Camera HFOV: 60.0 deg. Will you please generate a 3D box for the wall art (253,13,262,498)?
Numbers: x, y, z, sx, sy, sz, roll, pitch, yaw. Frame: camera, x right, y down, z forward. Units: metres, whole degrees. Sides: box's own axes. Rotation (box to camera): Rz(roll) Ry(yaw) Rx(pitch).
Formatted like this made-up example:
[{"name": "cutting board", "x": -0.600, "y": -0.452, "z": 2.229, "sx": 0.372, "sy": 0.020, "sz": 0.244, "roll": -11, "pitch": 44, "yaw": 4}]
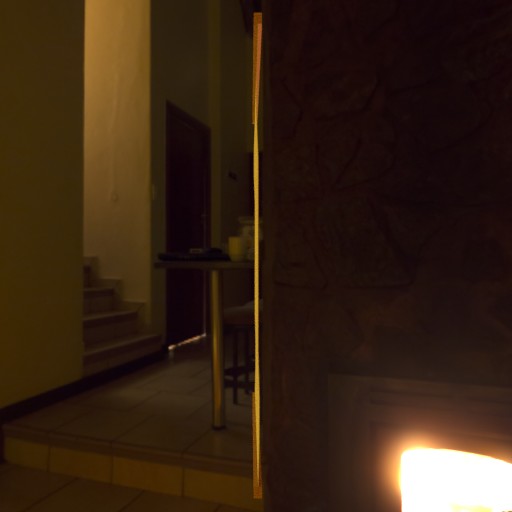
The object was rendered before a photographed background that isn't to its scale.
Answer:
[{"name": "wall art", "x": 0.000, "y": 0.000, "z": 1.894, "sx": 0.025, "sy": 1.521, "sz": 1.011, "roll": 0, "pitch": -1, "yaw": -1}]
